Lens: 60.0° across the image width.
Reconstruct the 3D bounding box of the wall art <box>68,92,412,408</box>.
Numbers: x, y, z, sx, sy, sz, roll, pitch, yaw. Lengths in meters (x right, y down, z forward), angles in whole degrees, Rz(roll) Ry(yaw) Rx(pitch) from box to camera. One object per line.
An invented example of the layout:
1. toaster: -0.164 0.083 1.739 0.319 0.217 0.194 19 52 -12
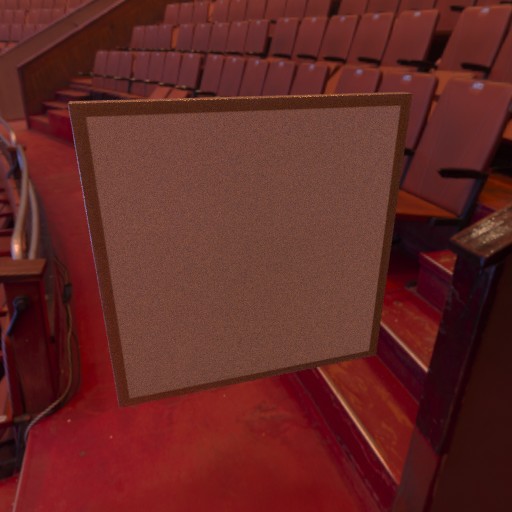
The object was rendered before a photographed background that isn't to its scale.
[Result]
1. wall art: 0.000 0.000 1.122 0.762 0.760 0.037 -7 26 -15
